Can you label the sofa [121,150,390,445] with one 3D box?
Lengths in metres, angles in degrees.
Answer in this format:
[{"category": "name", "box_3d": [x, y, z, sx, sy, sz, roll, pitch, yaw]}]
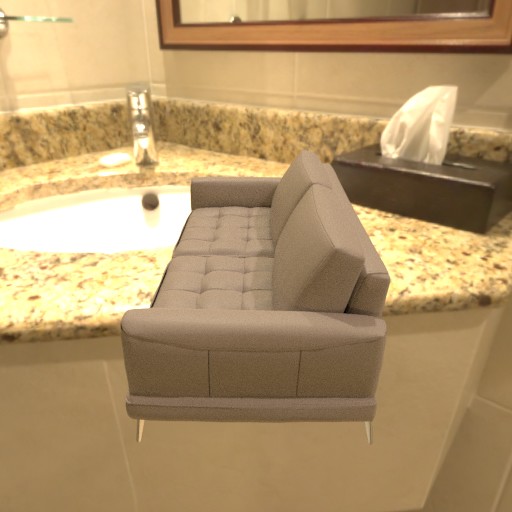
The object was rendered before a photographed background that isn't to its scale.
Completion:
[{"category": "sofa", "box_3d": [0.000, 0.000, 2.717, 1.121, 0.930, 2.177, 0, 26, 1]}]
